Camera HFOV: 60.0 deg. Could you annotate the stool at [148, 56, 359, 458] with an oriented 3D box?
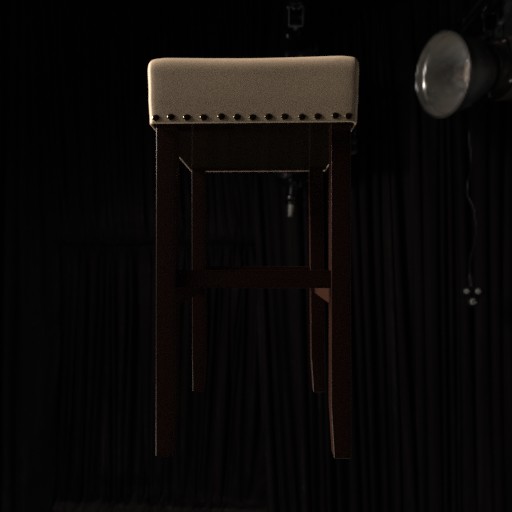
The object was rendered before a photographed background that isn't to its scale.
[{"bbox_3d":[0.000,0.000,1.055,0.401,0.762,0.471,0,0,2],"label":"stool"}]
